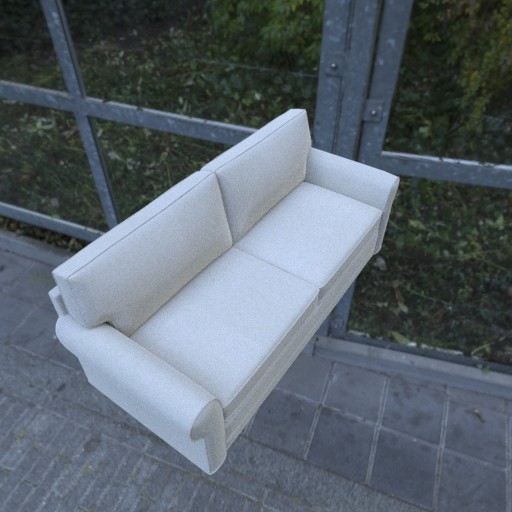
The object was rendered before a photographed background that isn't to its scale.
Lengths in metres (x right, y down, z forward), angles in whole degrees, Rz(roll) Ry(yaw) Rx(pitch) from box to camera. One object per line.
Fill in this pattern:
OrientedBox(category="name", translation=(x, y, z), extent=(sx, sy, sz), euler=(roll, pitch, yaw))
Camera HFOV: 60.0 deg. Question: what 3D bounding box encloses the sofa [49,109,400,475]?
OrientedBox(category="sofa", translation=(0.000, 0.000, 2.591), extent=(0.901, 0.962, 2.146), euler=(25, 48, 25))
